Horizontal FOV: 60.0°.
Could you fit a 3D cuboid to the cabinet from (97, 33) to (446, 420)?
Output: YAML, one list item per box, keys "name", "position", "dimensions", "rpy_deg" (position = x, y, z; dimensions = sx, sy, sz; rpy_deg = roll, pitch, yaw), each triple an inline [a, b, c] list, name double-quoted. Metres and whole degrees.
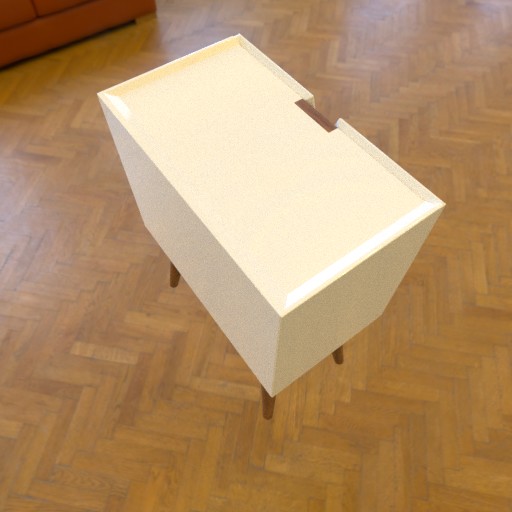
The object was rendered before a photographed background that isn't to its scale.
- name: "cabinet"
  position: [0.000, 0.000, 1.125]
  dimensions: [0.344, 0.772, 0.591]
  rpy_deg: [-32, 64, -18]
